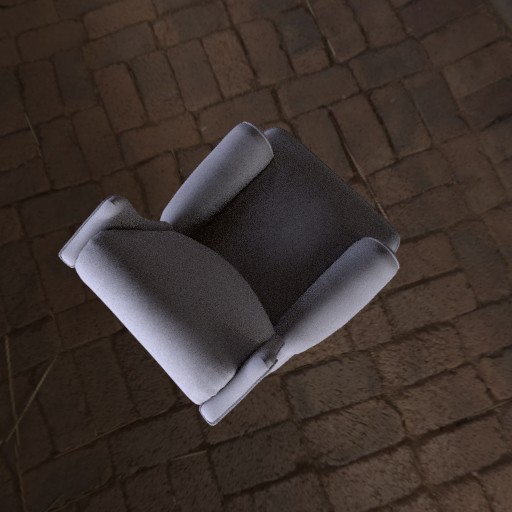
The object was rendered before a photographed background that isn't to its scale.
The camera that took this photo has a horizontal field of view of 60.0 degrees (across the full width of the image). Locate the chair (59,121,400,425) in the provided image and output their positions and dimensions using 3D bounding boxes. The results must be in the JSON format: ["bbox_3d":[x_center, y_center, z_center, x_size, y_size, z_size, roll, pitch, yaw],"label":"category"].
[{"bbox_3d":[0.000,0.000,1.715,0.969,1.011,0.847,-43,80,-10],"label":"chair"}]
